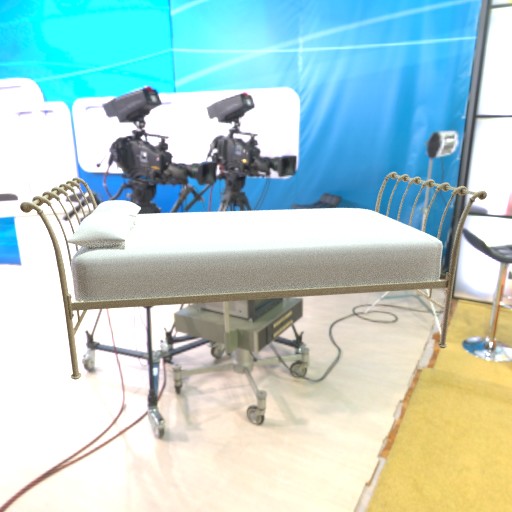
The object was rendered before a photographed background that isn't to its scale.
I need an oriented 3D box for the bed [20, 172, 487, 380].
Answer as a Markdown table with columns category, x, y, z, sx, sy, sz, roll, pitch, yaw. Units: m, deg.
| category | x | y | z | sx | sy | sz | roll | pitch | yaw |
| --- | --- | --- | --- | --- | --- | --- | --- | --- | --- |
| bed | 0.000 | 0.000 | 2.666 | 2.228 | 0.873 | 1.032 | -3 | 16 | -9 |
